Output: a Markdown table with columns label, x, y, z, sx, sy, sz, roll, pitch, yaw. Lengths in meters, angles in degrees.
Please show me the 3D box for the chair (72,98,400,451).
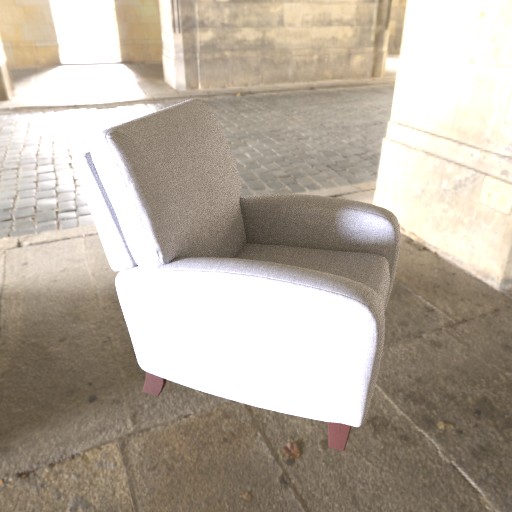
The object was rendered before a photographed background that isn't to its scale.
| label | x | y | z | sx | sy | sz | roll | pitch | yaw |
| --- | --- | --- | --- | --- | --- | --- | --- | --- | --- |
| chair | 0.000 | 0.000 | 1.635 | 0.990 | 0.990 | 0.762 | 10 | 30 | 17 |
